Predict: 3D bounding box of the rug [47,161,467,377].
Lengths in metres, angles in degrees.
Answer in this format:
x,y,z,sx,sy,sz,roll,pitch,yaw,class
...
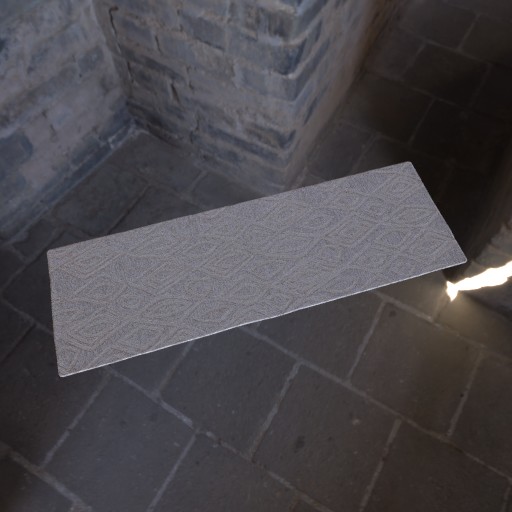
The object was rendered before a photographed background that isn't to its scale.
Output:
x,y,z,sx,sy,sz,roll,pitch,yaw,class
0.000,0.000,2.693,2.436,0.013,0.807,-15,64,-8,rug
